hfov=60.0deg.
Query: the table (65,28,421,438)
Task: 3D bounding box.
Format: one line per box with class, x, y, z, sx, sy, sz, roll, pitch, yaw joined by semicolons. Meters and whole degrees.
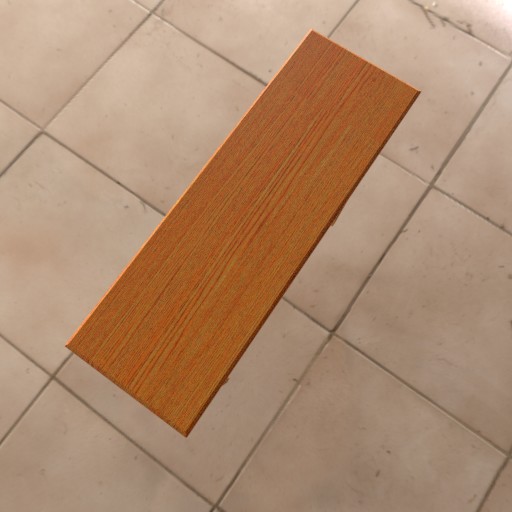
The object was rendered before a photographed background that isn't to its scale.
table;0.000;0.000;1.137;0.254;0.711;0.762;34;78;8
